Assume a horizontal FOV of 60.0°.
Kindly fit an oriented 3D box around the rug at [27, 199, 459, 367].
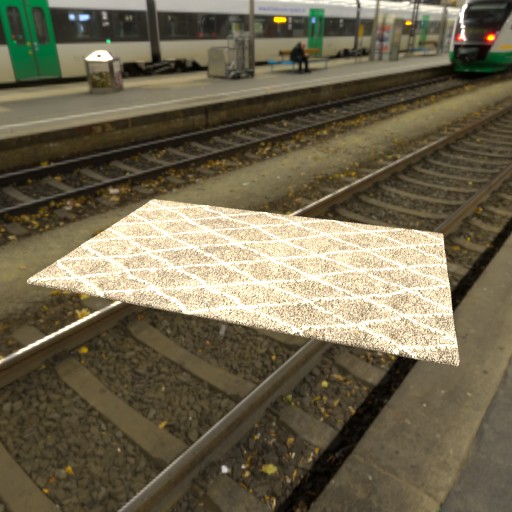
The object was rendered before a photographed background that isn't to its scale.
[{"bbox_3d":[0.000,0.000,2.993,2.438,0.030,1.524,8,28,16],"label":"rug"}]
